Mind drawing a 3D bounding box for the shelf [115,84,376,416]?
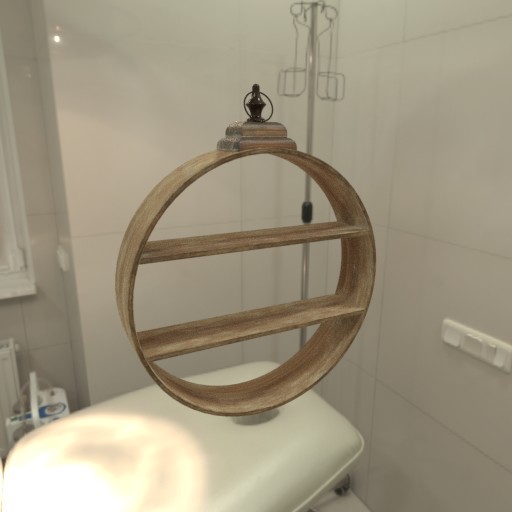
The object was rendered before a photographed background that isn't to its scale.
[{"bbox_3d":[0.000,0.000,0.997,0.601,0.725,0.125,-8,17,-26],"label":"shelf"}]
